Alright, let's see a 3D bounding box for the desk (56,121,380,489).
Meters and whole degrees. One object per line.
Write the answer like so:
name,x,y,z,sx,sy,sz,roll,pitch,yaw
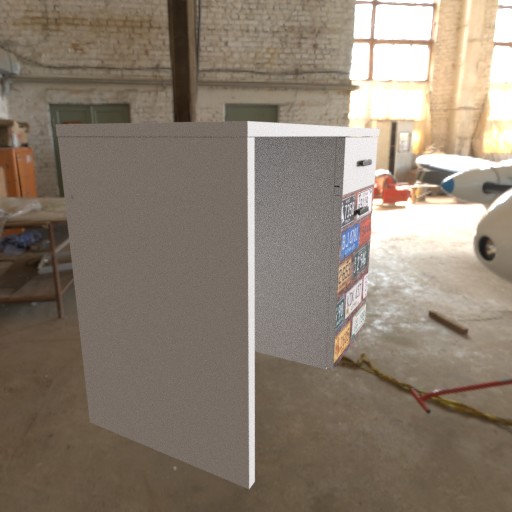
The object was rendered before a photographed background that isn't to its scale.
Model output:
desk,0.000,0.000,1.306,0.482,0.730,0.898,8,17,27
